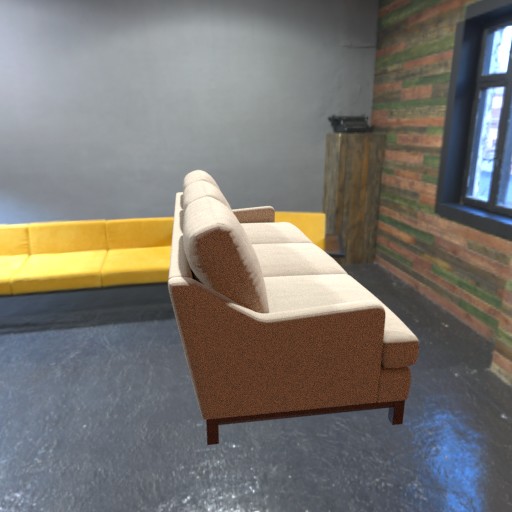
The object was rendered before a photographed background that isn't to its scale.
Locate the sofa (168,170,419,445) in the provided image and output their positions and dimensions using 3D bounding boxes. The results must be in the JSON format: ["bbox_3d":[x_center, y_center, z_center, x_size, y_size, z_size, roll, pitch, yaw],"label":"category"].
[{"bbox_3d":[0.000,0.000,2.798,1.000,0.913,2.321,-3,16,-9],"label":"sofa"}]
